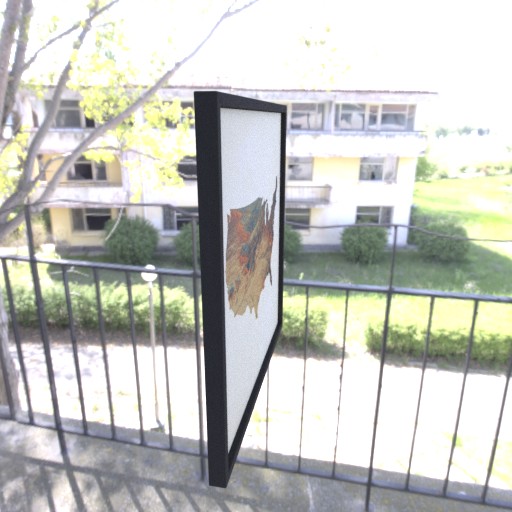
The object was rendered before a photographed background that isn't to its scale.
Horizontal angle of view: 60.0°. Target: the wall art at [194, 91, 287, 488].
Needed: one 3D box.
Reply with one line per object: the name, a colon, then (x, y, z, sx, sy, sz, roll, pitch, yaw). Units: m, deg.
wall art: (0.000, 0.000, 0.459, 0.015, 0.303, 0.304, 4, 17, 11)
